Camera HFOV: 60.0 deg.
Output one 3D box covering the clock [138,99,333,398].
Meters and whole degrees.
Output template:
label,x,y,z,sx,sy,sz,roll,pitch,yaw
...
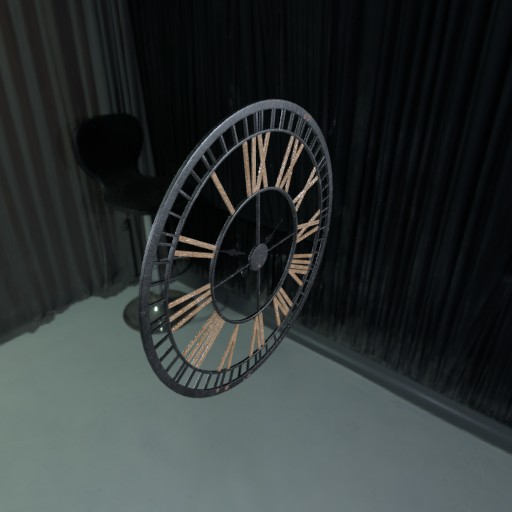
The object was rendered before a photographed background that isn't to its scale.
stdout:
label,x,y,z,sx,sy,sz,roll,pitch,yaw
clock,0.000,0.000,1.252,0.025,0.843,0.843,21,36,31
